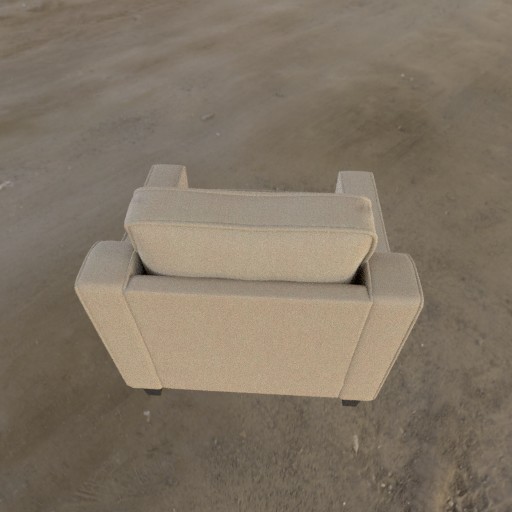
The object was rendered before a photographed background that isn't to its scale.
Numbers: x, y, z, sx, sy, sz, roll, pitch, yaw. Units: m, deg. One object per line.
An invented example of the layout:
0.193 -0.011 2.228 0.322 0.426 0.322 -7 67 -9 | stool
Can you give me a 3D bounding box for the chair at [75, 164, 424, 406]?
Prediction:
0.000 0.000 1.670 0.922 0.948 0.882 2 46 2 | chair
